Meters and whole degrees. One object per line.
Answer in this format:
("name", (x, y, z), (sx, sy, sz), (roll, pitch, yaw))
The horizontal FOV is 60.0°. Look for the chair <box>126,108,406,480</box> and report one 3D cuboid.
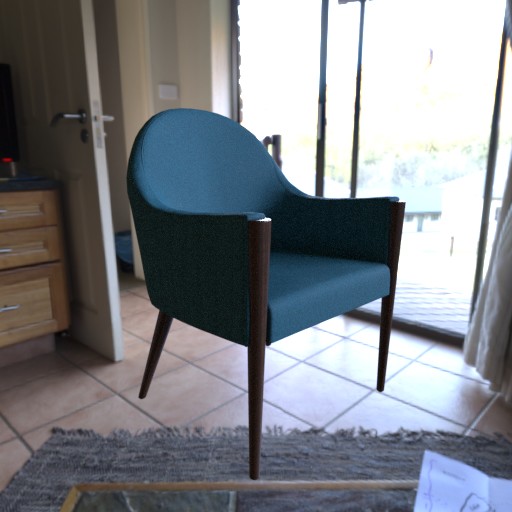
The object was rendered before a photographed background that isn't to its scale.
("chair", (0.000, 0.000, 1.357), (0.656, 0.907, 0.652), (-12, 17, -43))
